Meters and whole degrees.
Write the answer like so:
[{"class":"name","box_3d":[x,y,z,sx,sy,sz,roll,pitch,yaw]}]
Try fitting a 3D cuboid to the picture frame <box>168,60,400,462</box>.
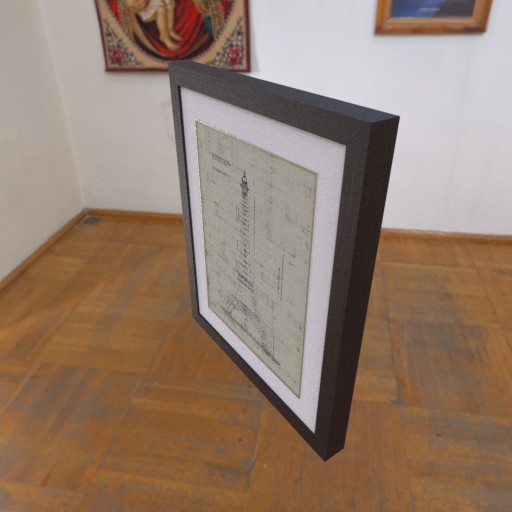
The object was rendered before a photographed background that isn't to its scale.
[{"class":"picture frame","box_3d":[0.000,0.000,0.751,0.044,0.555,0.452,-21,37,-29]}]
